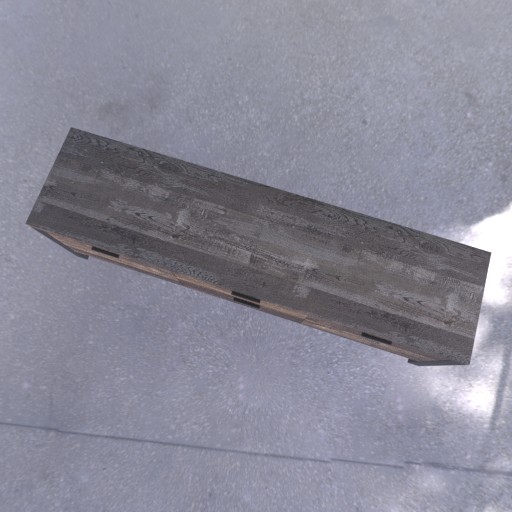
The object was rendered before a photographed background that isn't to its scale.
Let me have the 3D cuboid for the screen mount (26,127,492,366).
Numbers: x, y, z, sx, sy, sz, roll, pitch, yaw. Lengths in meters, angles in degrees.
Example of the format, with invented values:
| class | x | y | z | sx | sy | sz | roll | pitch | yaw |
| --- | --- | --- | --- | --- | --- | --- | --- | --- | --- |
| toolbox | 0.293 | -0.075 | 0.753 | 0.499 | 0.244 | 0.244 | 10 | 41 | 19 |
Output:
| class | x | y | z | sx | sy | sz | roll | pitch | yaw |
| --- | --- | --- | --- | --- | --- | --- | --- | --- | --- |
| screen mount | 0.000 | 0.000 | 1.707 | 1.524 | 0.450 | 0.395 | 17 | 76 | 4 |
